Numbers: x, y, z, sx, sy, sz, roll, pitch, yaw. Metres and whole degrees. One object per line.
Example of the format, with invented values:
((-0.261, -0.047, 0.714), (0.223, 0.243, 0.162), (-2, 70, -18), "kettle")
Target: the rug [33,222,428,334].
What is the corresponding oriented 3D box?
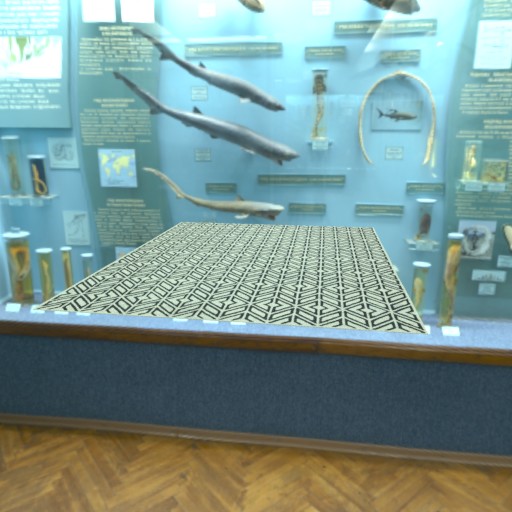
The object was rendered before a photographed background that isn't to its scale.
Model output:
((0.000, 0.000, 4.105), (2.421, 0.008, 3.045), (2, 15, 8), "rug")
